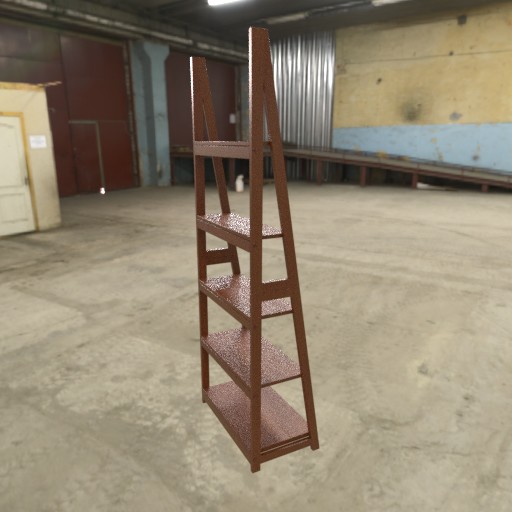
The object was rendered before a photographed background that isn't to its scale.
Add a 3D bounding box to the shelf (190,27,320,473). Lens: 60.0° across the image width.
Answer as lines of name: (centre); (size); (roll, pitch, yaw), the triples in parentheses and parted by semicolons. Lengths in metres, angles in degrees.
shelf: (0.000, 0.000, 2.064); (0.356, 1.780, 0.630); (-7, 16, -26)
